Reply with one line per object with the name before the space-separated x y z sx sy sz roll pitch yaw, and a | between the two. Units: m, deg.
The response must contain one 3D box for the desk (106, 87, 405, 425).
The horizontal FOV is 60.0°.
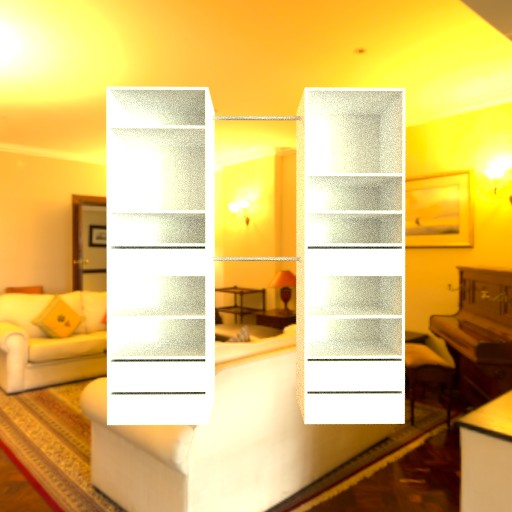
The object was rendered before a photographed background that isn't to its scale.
desk | 0.000 0.000 2.872 1.770 2.000 0.480 0 0 -1
